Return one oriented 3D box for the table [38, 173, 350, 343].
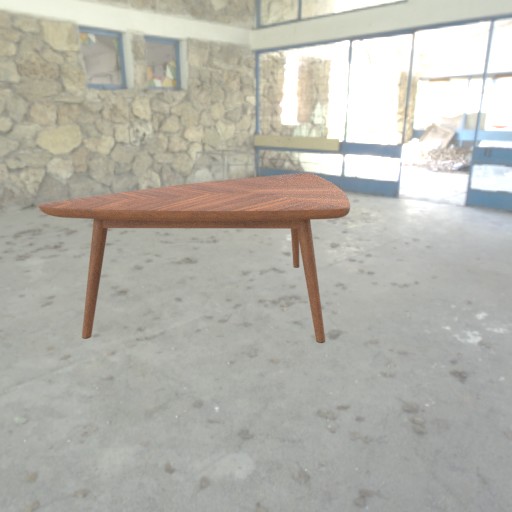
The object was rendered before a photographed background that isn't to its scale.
[{"bbox_3d":[0.000,0.000,1.288,1.008,0.365,0.601,-16,23,-42],"label":"table"}]
